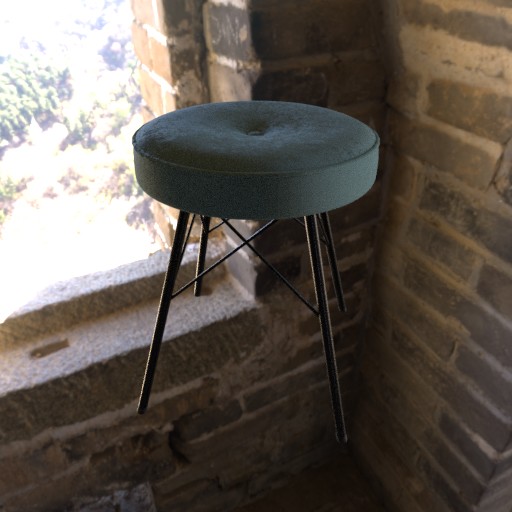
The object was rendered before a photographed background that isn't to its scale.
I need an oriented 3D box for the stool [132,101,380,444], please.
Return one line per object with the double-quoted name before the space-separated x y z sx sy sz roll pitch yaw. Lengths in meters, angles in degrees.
"stool" 0.000 0.000 0.868 0.457 0.519 0.458 10 32 16
